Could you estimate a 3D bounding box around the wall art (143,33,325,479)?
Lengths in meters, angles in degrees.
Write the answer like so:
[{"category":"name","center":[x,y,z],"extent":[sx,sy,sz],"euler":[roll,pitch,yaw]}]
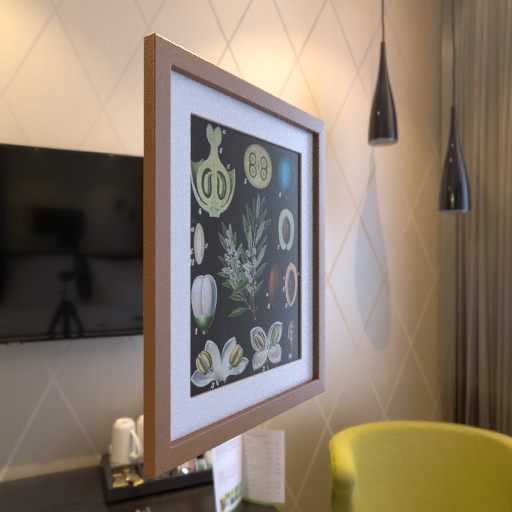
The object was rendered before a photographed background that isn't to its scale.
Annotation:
[{"category":"wall art","center":[0.000,0.000,0.504],"extent":[0.015,0.379,0.310],"euler":[0,0,36]}]
